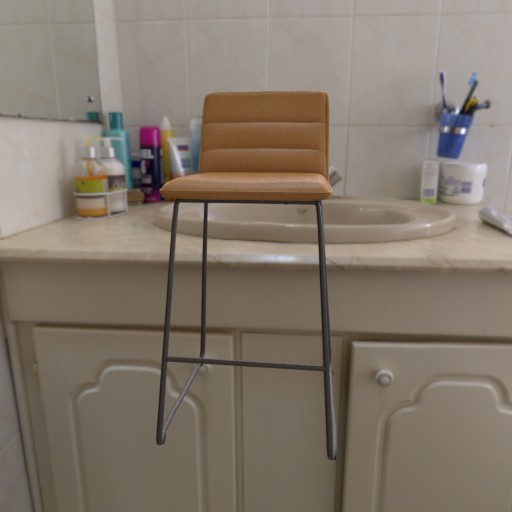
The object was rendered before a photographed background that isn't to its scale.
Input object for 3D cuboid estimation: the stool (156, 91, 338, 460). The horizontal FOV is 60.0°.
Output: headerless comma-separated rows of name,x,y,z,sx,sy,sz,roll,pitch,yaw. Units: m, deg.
stool,0.000,0.000,1.259,0.489,0.936,0.524,2,14,7
